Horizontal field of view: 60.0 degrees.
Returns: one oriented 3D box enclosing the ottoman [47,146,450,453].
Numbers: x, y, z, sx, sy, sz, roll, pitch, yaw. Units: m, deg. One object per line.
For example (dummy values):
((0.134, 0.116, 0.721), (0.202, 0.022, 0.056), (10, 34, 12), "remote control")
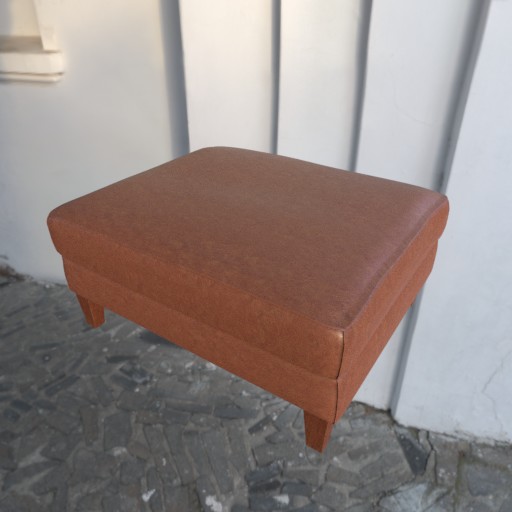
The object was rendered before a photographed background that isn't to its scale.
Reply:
((0.000, 0.000, 1.458), (0.987, 0.472, 0.836), (19, 36, 29), "ottoman")
